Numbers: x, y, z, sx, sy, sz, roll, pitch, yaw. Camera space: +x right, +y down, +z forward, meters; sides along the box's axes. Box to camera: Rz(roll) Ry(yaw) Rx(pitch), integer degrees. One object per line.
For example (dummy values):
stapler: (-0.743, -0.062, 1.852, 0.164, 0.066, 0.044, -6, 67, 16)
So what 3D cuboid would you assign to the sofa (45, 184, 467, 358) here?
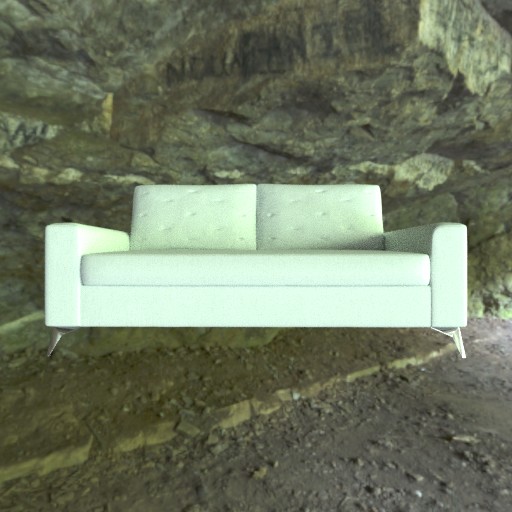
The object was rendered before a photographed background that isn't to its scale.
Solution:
sofa: (0.000, 0.000, 2.134, 1.650, 0.790, 0.920, 0, 0, 1)
